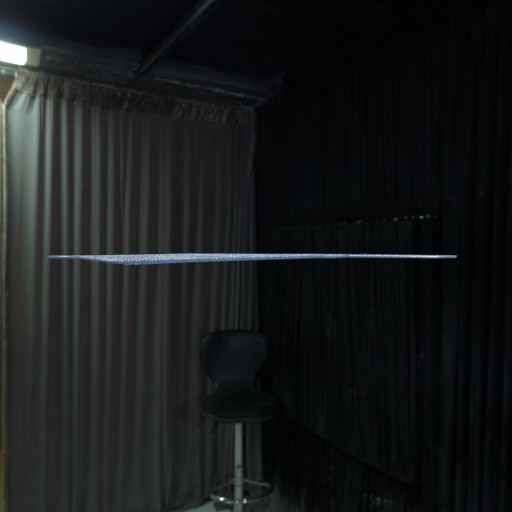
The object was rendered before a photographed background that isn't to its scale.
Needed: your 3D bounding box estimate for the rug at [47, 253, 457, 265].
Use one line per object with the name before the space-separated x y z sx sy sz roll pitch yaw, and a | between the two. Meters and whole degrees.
rug | 0.000 0.000 2.300 1.793 0.025 1.159 -1 1 -35
